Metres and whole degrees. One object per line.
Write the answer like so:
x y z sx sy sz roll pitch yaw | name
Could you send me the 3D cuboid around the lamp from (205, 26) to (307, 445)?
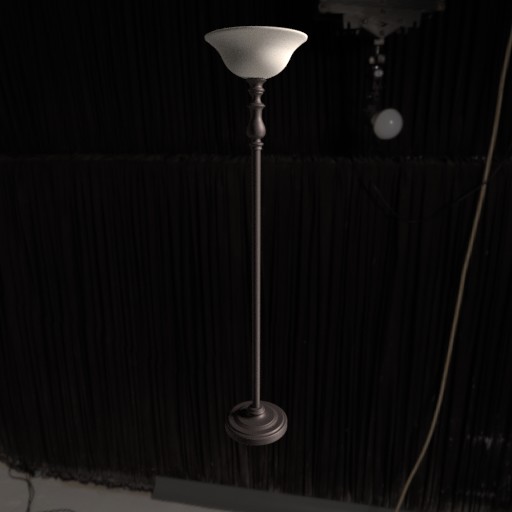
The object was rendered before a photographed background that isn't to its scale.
0.000 0.000 2.002 0.405 1.797 0.405 3 16 9 | lamp
